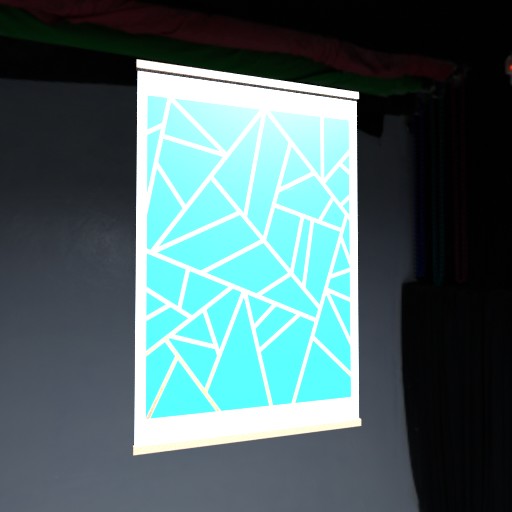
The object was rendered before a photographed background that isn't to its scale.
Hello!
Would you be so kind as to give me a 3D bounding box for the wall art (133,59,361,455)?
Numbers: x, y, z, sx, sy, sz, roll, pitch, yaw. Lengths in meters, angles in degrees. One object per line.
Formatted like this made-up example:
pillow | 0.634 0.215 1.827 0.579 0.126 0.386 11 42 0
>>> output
wall art | 0.000 0.000 1.875 0.990 1.519 0.030 1 -2 -19
